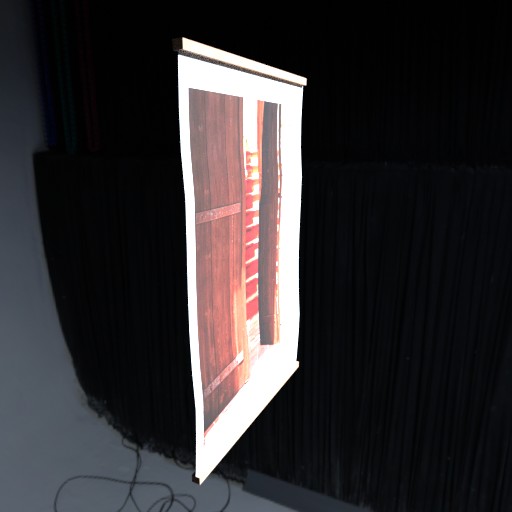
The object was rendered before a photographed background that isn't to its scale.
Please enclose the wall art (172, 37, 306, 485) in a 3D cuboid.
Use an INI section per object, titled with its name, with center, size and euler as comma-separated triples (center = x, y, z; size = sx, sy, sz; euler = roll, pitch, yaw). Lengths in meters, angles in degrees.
[wall art]
center = 0.000, 0.000, 0.631
size = 0.012, 0.508, 0.332
euler = 7, 17, 26
